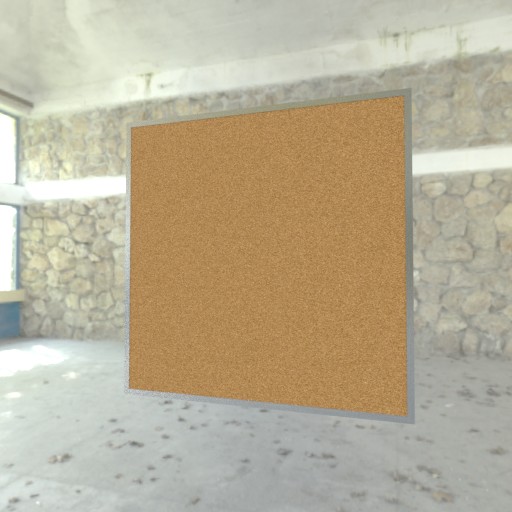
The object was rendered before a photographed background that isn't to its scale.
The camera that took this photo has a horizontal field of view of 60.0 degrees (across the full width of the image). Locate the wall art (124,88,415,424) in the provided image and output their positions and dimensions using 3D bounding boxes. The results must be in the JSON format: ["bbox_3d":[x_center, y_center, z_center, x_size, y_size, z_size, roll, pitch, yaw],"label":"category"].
[{"bbox_3d":[0.000,0.000,1.207,0.806,0.806,0.038,-1,-2,19],"label":"wall art"}]
